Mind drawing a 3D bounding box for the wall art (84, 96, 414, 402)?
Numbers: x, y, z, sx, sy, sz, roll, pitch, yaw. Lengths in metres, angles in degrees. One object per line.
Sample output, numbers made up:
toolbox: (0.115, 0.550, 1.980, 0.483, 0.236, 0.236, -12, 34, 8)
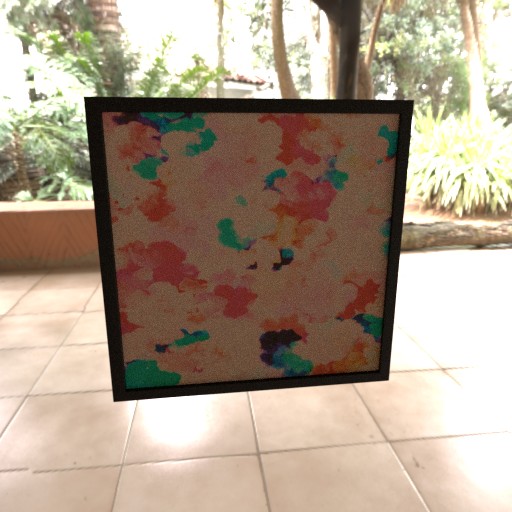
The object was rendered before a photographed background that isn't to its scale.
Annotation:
wall art: (0.000, 0.000, 0.454, 0.306, 0.304, 0.015, -2, 16, -8)
